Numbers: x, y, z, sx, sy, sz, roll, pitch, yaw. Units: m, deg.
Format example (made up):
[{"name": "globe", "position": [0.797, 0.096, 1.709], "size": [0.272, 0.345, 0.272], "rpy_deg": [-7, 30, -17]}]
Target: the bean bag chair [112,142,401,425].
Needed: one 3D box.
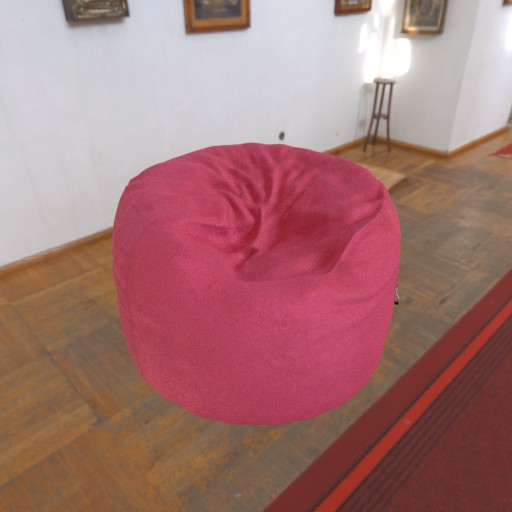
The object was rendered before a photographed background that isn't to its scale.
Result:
[{"name": "bean bag chair", "position": [0.000, 0.000, 1.942], "size": [1.218, 0.788, 1.218], "rpy_deg": [0, 30, 0]}]
